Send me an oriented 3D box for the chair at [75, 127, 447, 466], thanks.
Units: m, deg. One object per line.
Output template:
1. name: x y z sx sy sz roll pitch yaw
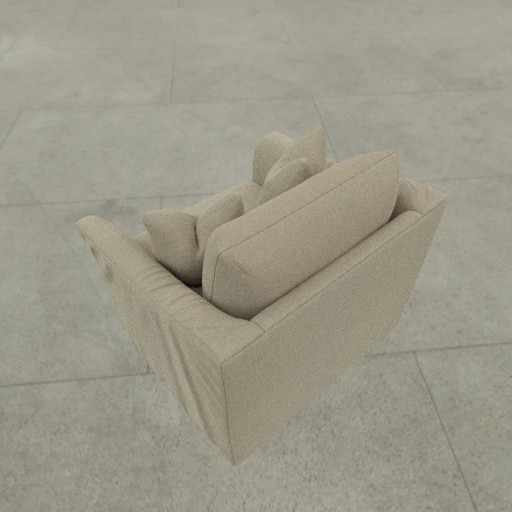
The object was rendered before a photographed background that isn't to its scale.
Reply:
1. chair: 0.000 0.000 2.044 1.194 1.093 1.071 -32 54 -27
